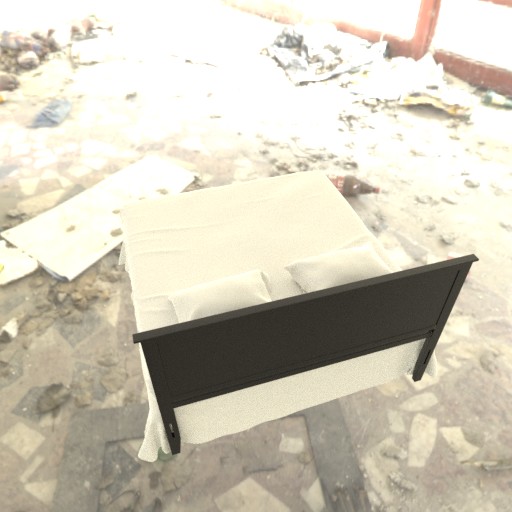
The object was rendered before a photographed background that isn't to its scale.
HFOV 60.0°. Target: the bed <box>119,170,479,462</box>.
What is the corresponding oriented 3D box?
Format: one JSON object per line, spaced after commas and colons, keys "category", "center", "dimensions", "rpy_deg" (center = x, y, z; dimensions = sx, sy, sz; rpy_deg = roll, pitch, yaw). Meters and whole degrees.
{"category": "bed", "center": [0.000, 0.000, 3.574], "dimensions": [2.315, 1.271, 2.219], "rpy_deg": [-12, 43, -13]}
